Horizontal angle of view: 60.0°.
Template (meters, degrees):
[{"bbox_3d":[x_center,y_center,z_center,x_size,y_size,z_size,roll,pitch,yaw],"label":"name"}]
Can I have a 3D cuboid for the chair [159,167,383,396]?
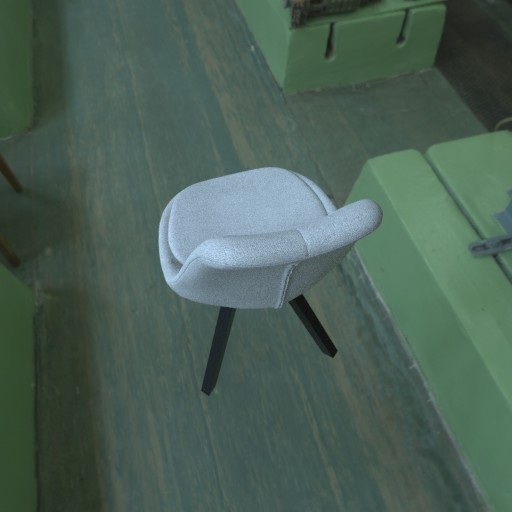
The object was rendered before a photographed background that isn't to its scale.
[{"bbox_3d":[0.000,0.000,1.181,0.485,0.850,0.550,-15,58,-10],"label":"chair"}]
